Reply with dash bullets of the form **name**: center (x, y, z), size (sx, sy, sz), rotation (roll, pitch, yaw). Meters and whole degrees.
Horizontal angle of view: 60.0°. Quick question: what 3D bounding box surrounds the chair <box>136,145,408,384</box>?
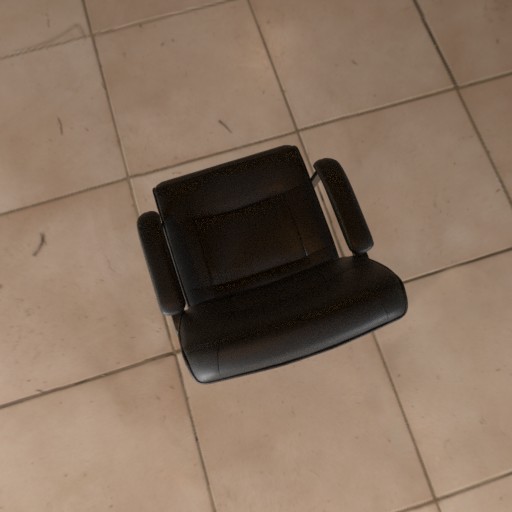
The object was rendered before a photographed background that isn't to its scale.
- **chair**: center (0.000, 0.000, 1.355), size (0.591, 0.910, 0.668), rotation (-18, 76, -5)
